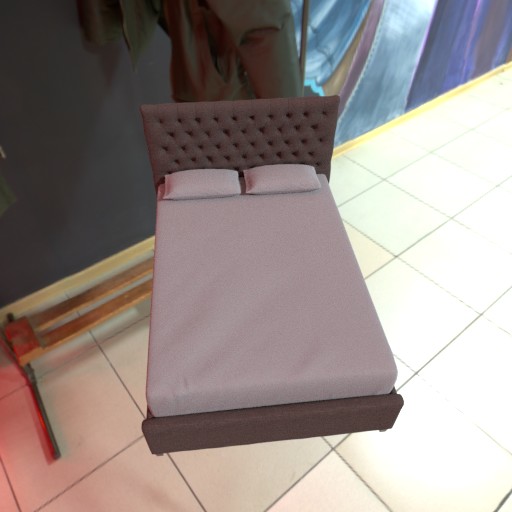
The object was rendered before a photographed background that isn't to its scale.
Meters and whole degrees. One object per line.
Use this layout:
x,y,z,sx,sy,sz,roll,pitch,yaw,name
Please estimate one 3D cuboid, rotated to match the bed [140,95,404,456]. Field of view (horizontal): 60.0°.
0.000,0.000,3.425,1.698,1.427,2.387,-4,46,-4,bed
